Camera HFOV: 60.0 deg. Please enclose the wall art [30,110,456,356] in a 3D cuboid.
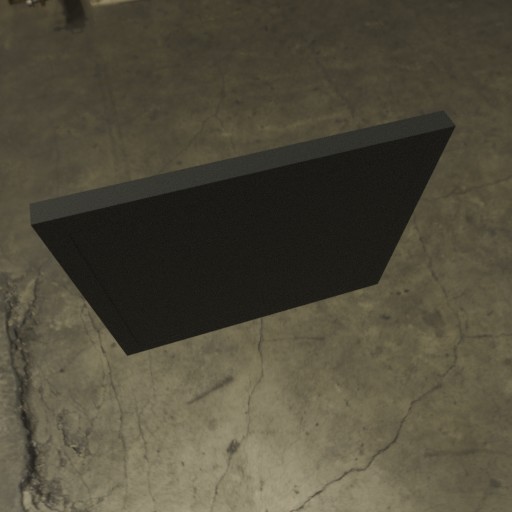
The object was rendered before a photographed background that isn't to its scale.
[{"bbox_3d":[0.000,0.000,0.549,0.404,0.329,0.024,-15,59,-9],"label":"wall art"}]
